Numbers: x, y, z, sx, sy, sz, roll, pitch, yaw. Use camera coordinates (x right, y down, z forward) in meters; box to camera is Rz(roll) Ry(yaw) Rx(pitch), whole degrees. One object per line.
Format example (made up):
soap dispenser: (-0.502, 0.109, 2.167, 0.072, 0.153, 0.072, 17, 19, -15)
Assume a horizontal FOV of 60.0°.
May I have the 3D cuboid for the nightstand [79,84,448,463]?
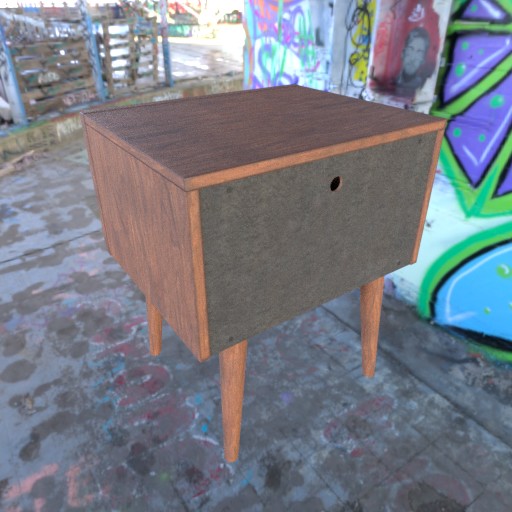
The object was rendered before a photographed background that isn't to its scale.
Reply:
nightstand: (0.000, 0.000, 0.970, 0.521, 0.607, 0.445, -20, 36, -30)
